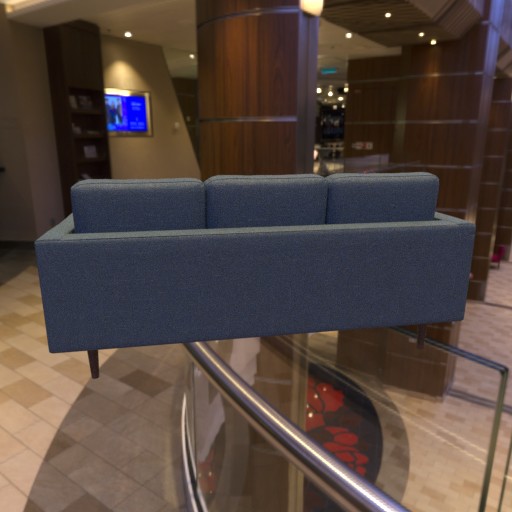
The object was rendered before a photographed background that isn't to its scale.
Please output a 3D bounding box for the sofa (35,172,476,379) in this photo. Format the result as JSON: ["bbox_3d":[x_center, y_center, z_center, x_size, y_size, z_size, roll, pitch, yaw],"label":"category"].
[{"bbox_3d":[0.000,0.000,2.483,2.013,0.945,0.935,-3,16,-10],"label":"sofa"}]
